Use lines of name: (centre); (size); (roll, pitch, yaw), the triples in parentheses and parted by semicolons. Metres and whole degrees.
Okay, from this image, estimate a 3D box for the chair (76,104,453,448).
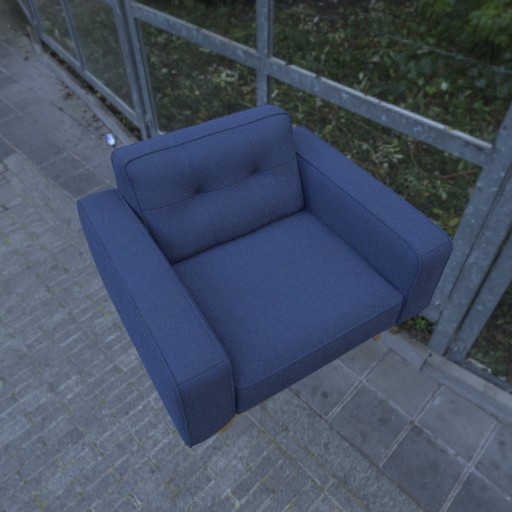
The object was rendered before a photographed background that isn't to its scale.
chair: (0.000, 0.000, 1.767); (1.118, 0.783, 0.953); (-24, 50, -22)
